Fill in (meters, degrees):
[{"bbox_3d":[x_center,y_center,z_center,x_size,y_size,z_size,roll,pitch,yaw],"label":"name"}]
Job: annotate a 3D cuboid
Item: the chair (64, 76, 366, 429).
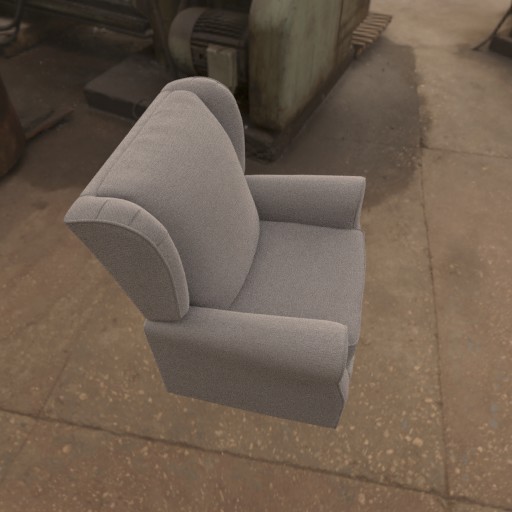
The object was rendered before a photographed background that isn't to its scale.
[{"bbox_3d":[0.000,0.000,1.653,0.854,0.966,0.906,10,48,9],"label":"chair"}]
